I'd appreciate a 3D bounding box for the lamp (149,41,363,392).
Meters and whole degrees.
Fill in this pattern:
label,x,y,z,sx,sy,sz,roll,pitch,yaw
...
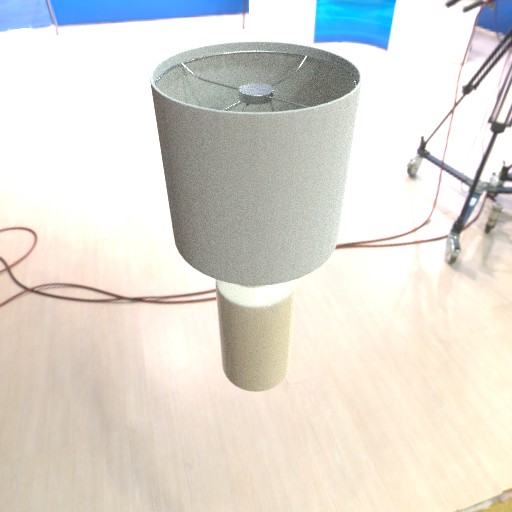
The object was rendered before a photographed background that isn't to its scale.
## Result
label,x,y,z,sx,sy,sz,roll,pitch,yaw
lamp,0.000,0.000,0.608,0.212,0.493,0.212,25,46,26
